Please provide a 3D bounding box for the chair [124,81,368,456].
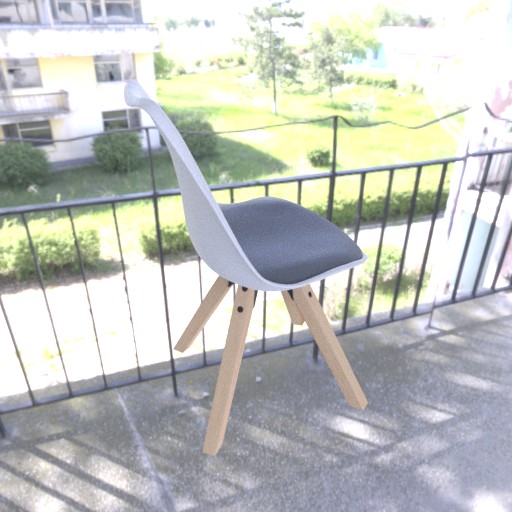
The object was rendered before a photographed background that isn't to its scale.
[{"bbox_3d":[0.000,0.000,1.157,0.550,0.850,0.485,-10,30,-17],"label":"chair"}]
